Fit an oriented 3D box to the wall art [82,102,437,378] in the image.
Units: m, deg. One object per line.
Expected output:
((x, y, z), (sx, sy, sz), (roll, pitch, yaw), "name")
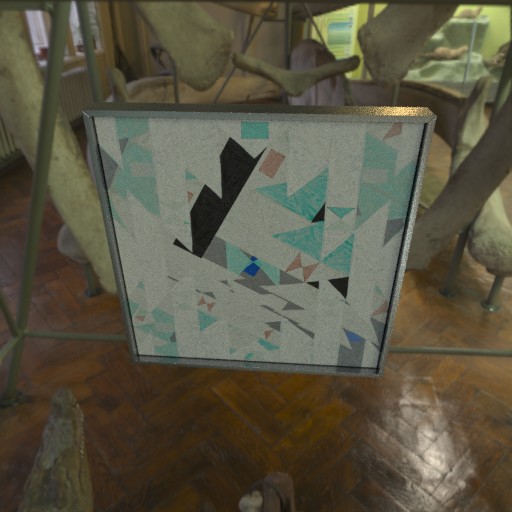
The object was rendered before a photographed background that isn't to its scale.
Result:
((0.000, 0.000, 0.541), (0.350, 0.350, 0.038), (2, 31, 4), "wall art")
